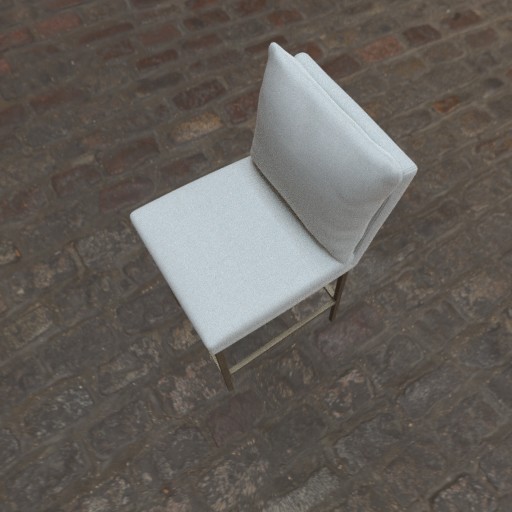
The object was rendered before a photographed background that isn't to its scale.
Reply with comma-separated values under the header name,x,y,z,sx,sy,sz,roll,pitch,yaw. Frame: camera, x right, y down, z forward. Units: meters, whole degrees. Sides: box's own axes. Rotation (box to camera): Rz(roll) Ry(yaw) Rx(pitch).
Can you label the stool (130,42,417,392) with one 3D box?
name,x,y,z,sx,sy,sz,roll,pitch,yaw
stool,0.000,0.000,1.405,0.572,1.125,0.463,-30,69,-13
